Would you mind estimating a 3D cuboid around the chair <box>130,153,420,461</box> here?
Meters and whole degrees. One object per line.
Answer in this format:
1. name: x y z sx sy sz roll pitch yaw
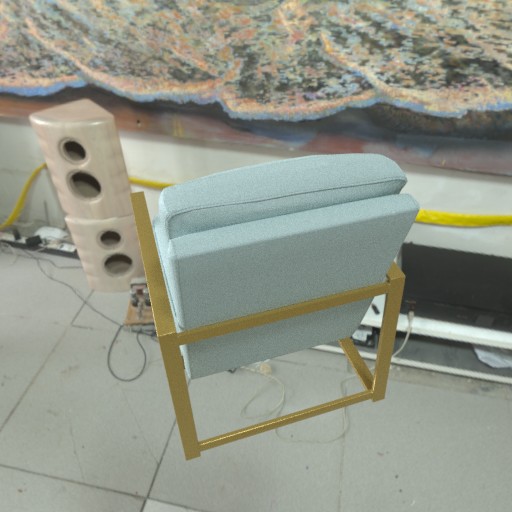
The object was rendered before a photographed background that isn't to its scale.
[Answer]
1. chair: 0.000 0.000 1.552 0.758 0.956 0.813 -12 43 -13
